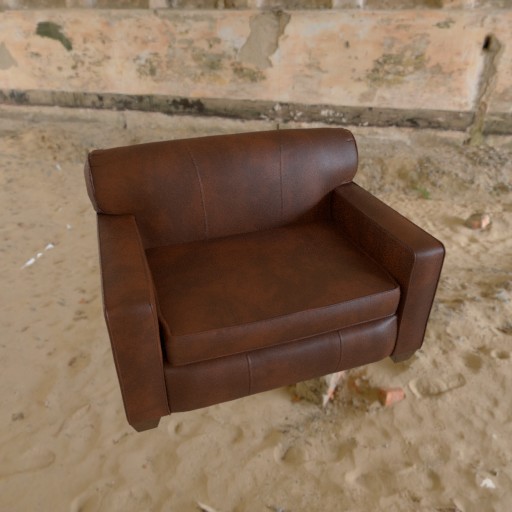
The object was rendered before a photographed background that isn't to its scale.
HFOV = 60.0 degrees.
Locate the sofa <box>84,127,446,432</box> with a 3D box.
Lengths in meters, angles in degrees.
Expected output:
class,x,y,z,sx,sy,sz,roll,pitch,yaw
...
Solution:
class,x,y,z,sx,sy,sz,roll,pitch,yaw
sofa,0.000,0.000,2.100,1.413,0.956,1.000,-10,32,-16
